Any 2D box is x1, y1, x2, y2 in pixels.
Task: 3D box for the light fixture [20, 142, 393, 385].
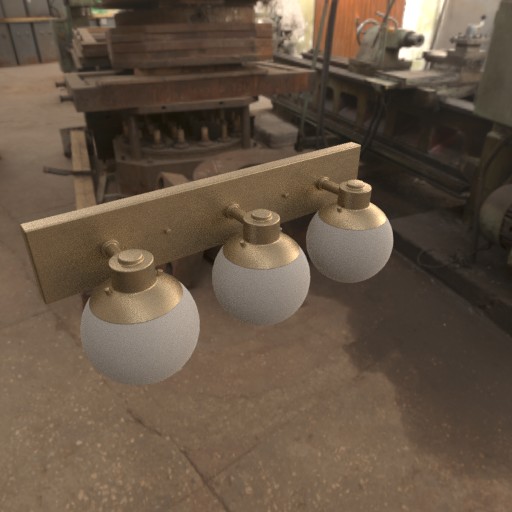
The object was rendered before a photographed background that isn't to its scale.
[{"bbox_3d":[0.000,0.000,0.840,0.721,0.263,0.218,-21,36,-31],"label":"light fixture"}]
